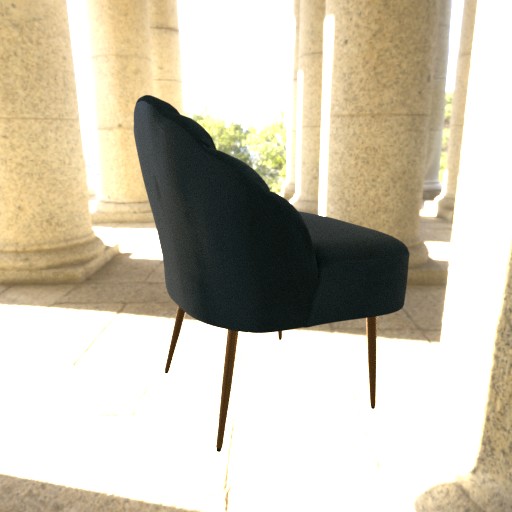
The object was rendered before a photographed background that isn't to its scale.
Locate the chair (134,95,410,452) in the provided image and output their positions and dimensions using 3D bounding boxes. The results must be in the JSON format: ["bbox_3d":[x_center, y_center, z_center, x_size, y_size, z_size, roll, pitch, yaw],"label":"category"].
[{"bbox_3d":[0.000,0.000,1.234,0.599,0.819,0.657,-8,16,-27],"label":"chair"}]
